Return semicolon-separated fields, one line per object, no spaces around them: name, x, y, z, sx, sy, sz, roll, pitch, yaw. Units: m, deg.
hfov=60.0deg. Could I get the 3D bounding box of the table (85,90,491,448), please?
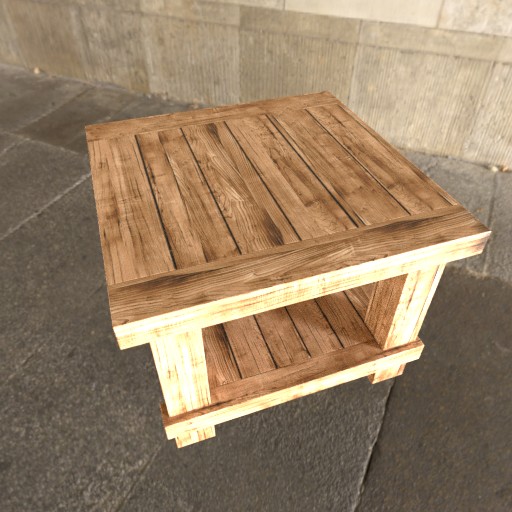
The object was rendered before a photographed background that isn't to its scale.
table;0.000;0.000;1.021;0.610;0.457;0.610;-13;44;-14
